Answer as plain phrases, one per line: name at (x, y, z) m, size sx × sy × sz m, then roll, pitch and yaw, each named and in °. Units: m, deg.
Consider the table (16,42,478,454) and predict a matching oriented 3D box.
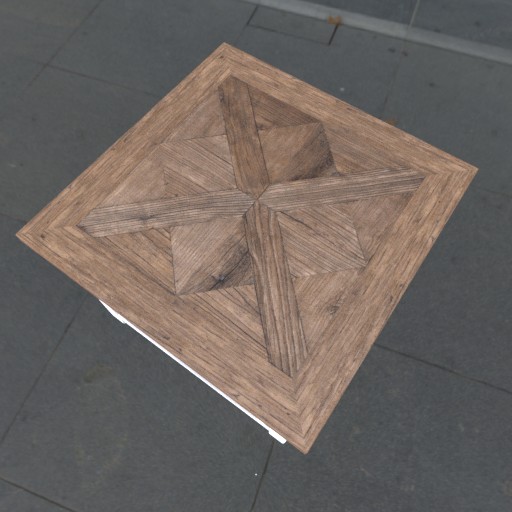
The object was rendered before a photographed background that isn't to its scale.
table at (0.000, 0.000, 1.172) m, size 0.700 × 0.532 × 0.700 m, roll 33°, pitch 68°, yaw 15°
